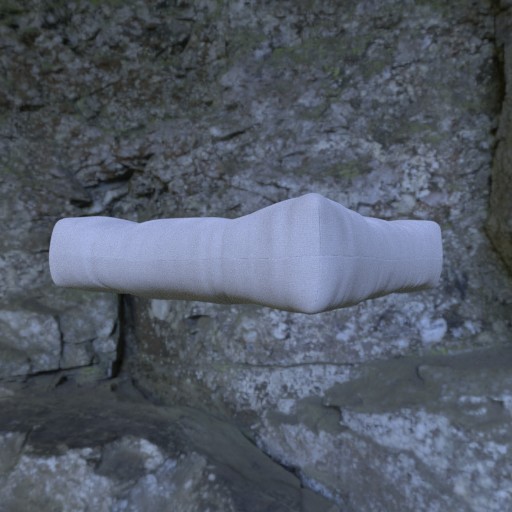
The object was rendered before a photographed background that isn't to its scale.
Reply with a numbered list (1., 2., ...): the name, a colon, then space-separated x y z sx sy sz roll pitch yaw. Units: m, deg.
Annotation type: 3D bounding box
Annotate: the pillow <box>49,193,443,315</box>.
1. pillow: 0.000 0.000 0.729 0.490 0.128 0.468 0 0 36
